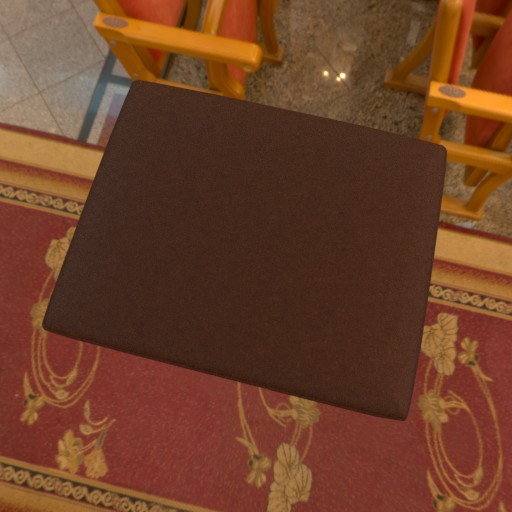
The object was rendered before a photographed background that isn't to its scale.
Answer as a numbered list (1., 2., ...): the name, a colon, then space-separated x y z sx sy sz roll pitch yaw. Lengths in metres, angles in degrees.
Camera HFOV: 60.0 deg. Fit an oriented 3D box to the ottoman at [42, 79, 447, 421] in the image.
1. ottoman: 0.000 0.000 1.773 1.187 0.730 0.967 13 75 4
